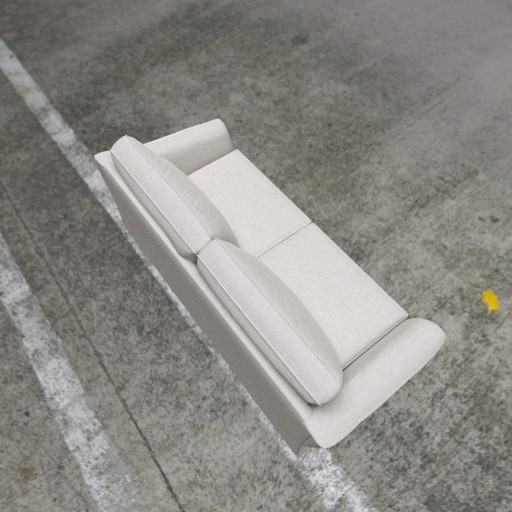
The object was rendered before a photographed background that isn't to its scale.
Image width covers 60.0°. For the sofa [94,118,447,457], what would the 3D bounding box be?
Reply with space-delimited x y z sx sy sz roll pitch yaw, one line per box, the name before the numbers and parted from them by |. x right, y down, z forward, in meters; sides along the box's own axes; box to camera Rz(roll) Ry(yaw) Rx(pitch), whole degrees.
sofa | 0.000 0.000 2.797 0.980 0.965 2.270 -33 63 -19
